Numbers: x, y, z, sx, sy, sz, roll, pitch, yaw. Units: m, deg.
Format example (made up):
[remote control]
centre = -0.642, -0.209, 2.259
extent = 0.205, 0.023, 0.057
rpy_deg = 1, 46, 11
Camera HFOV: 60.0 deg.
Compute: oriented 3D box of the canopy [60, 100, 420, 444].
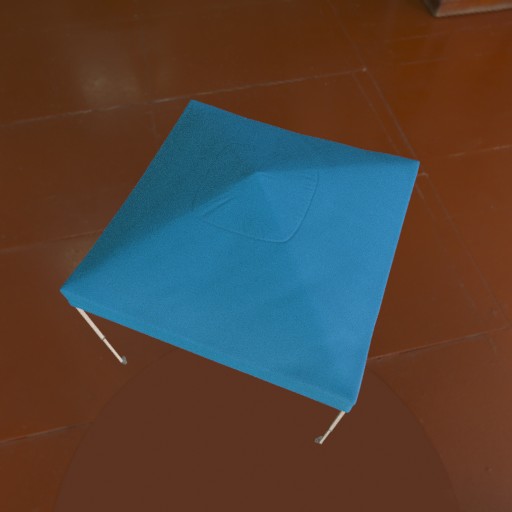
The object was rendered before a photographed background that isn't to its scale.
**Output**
[canopy]
centre = 0.000, 0.000, 5.399
extent = 2.996, 2.997, 2.998
rpy_deg = 18, 61, 11
